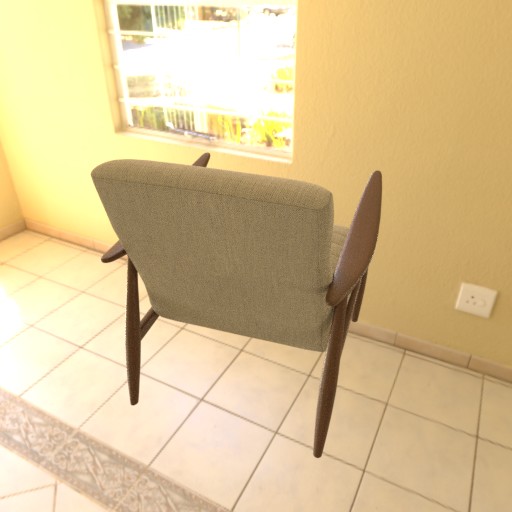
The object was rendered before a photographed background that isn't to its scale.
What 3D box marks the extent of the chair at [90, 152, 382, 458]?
[{"bbox_3d":[0.000,0.000,1.451,0.741,0.832,0.798,10,32,15],"label":"chair"}]
